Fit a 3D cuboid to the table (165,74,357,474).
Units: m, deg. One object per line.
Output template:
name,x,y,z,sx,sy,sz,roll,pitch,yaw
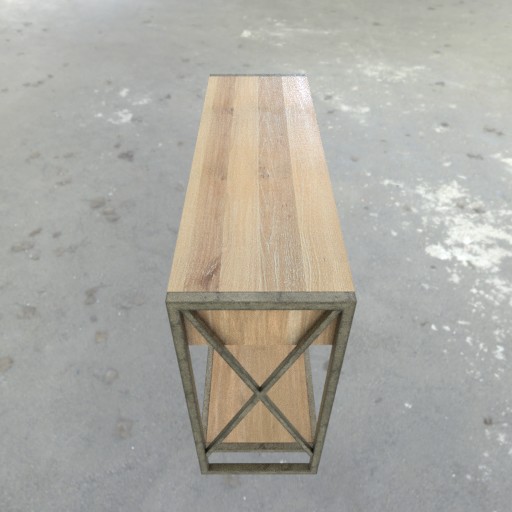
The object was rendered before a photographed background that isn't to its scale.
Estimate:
table,0.000,0.000,1.427,0.361,0.763,1.059,0,43,0
